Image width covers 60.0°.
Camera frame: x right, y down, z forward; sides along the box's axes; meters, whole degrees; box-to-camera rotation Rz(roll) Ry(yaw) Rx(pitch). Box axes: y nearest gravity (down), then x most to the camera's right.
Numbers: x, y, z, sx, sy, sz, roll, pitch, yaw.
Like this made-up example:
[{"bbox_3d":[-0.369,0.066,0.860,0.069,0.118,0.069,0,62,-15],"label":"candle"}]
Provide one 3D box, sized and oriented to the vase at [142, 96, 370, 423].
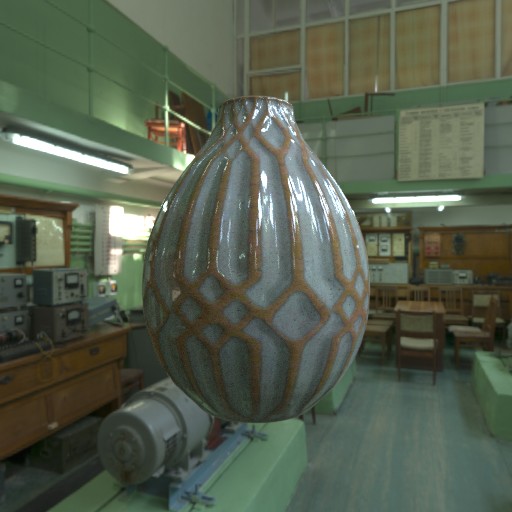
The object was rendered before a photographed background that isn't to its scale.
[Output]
[{"bbox_3d":[0.000,0.000,0.263,0.131,0.175,0.131,0,1,0],"label":"vase"}]
